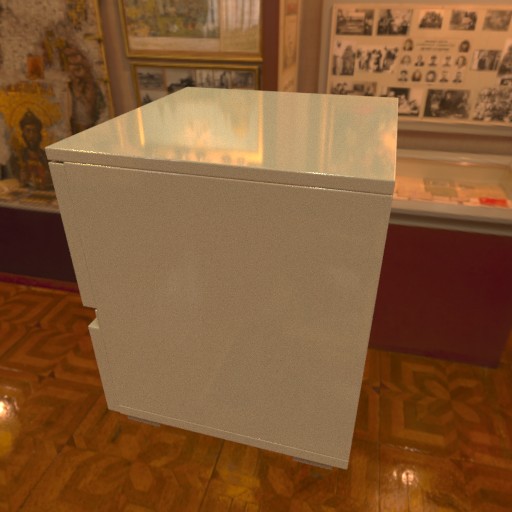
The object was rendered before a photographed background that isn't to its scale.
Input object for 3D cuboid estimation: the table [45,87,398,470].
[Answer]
[{"bbox_3d":[0.000,0.000,0.769,0.400,0.470,0.420,8,31,14],"label":"table"}]
